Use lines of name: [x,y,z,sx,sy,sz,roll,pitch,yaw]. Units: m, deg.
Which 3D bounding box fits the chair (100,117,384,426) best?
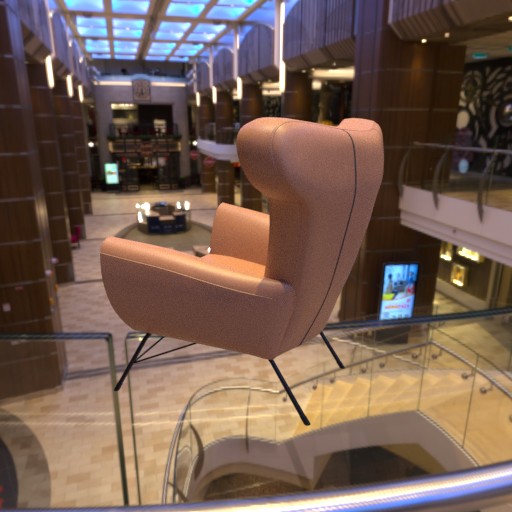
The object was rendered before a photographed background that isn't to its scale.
chair: [0.000,0.000,1.764,0.900,1.050,0.980,9,19,26]
